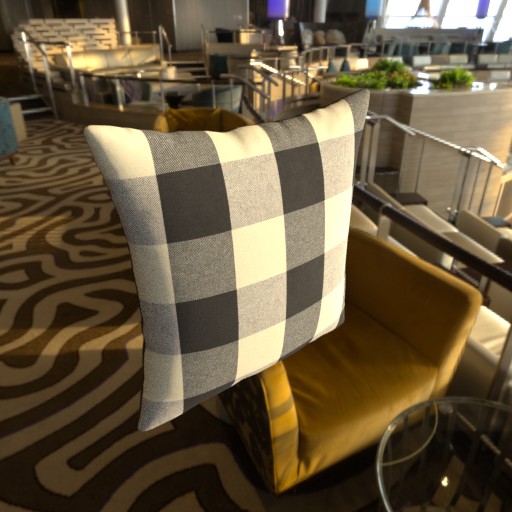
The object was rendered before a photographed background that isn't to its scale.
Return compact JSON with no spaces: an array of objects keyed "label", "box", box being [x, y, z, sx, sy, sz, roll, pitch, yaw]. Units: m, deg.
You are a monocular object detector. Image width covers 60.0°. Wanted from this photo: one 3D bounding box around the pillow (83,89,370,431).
[{"label":"pillow","box":[0.000,0.000,0.771,0.511,0.509,0.161,-20,34,-33]}]
